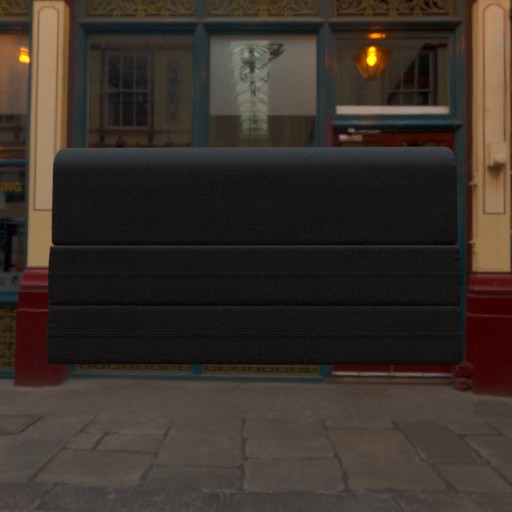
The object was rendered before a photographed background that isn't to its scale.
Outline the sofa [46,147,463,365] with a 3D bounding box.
[{"bbox_3d":[0.000,0.000,1.683,1.225,0.670,0.762,0,-2,1],"label":"sofa"}]
